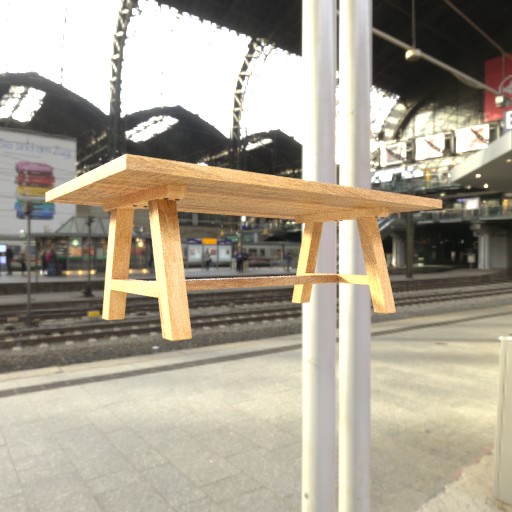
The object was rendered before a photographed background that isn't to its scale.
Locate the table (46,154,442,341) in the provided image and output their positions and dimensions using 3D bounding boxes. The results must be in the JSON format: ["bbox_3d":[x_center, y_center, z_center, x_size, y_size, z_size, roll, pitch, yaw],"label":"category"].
[{"bbox_3d":[0.000,0.000,1.693,1.320,0.455,0.760,0,0,-38],"label":"table"}]
